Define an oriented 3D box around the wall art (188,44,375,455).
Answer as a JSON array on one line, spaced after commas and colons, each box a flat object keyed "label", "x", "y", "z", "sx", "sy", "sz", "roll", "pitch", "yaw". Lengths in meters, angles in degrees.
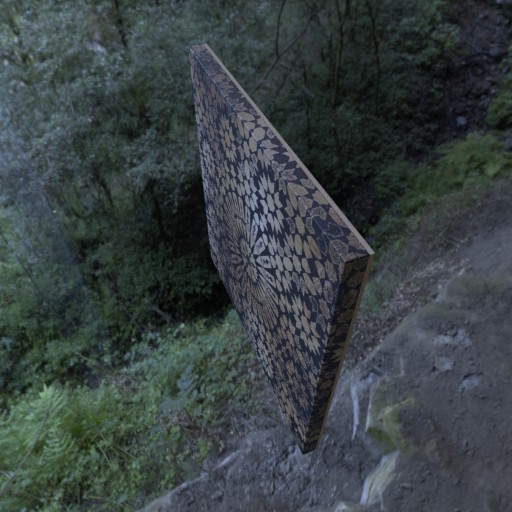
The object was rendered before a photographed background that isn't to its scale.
[{"label": "wall art", "x": 0.000, "y": 0.000, "z": 0.905, "sx": 0.038, "sy": 0.612, "sz": 0.612, "roll": -17, "pitch": 50, "yaw": -15}]
